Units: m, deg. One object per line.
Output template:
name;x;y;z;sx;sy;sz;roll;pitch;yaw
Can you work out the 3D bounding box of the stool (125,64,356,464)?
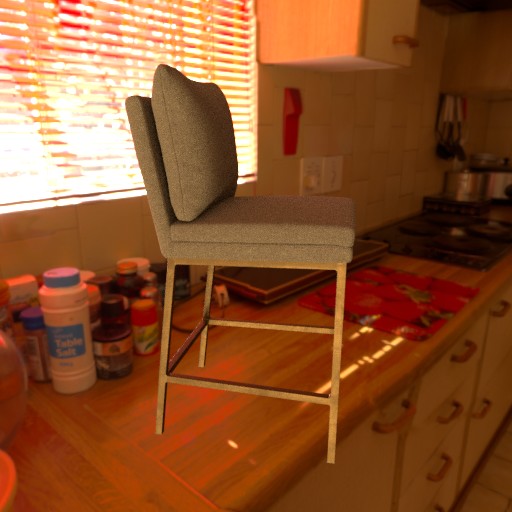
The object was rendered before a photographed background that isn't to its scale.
stool;0.000;0.000;1.336;0.569;1.031;0.463;3;17;11
